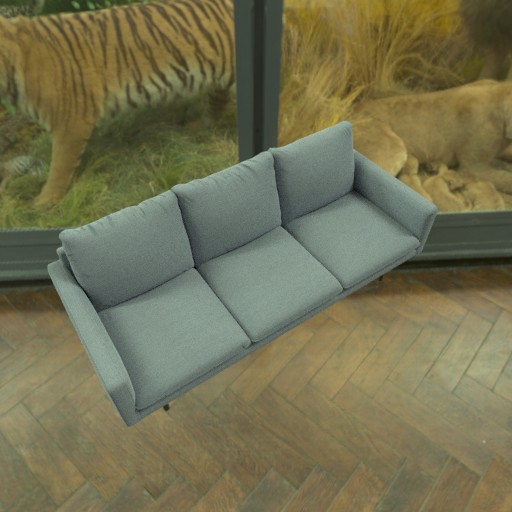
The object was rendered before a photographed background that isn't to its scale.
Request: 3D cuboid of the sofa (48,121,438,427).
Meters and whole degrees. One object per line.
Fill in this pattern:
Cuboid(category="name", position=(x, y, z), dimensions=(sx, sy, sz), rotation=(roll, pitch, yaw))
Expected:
Cuboid(category="sofa", position=(0.000, 0.000, 2.494), dimensions=(2.000, 0.830, 0.850), rotation=(-27, 53, -22))
